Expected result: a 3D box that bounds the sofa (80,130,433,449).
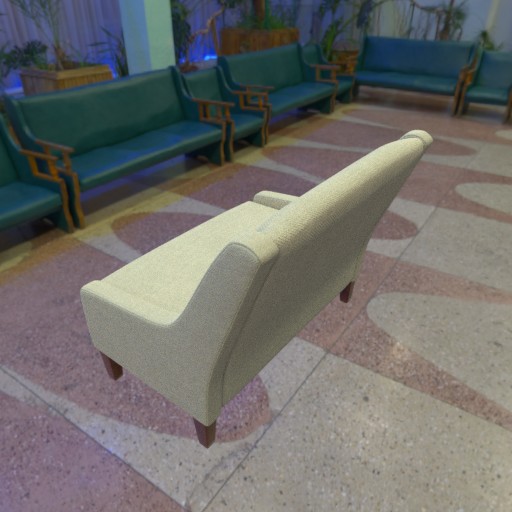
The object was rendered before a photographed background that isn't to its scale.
[{"bbox_3d":[0.000,0.000,1.913,0.946,0.976,1.212,22,38,31],"label":"sofa"}]
